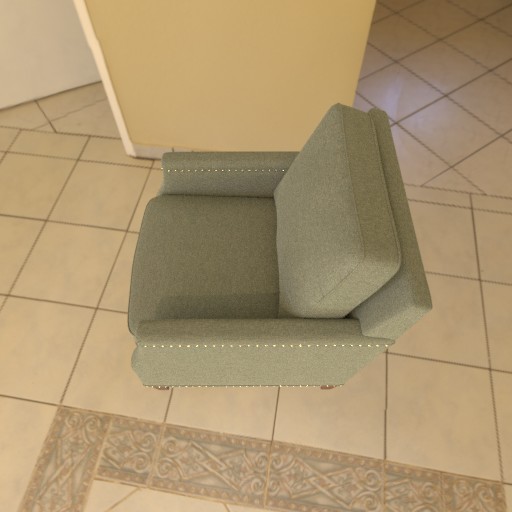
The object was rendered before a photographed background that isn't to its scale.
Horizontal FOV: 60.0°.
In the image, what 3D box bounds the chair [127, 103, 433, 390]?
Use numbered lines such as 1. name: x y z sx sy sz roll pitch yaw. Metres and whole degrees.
1. chair: 0.000 0.000 1.836 1.031 1.031 0.885 0 58 0
